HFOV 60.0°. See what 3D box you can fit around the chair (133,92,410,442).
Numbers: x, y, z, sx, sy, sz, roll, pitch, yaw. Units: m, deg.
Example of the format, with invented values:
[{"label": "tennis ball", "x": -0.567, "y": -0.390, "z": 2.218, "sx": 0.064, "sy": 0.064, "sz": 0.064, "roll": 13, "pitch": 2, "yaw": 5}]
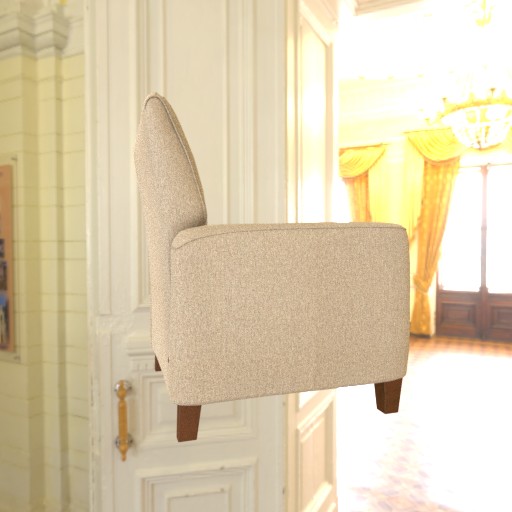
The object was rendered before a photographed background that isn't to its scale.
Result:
[{"label": "chair", "x": 0.000, "y": 0.000, "z": 1.678, "sx": 0.864, "sy": 1.014, "sz": 0.848, "roll": -1, "pitch": 2, "yaw": -18}]
